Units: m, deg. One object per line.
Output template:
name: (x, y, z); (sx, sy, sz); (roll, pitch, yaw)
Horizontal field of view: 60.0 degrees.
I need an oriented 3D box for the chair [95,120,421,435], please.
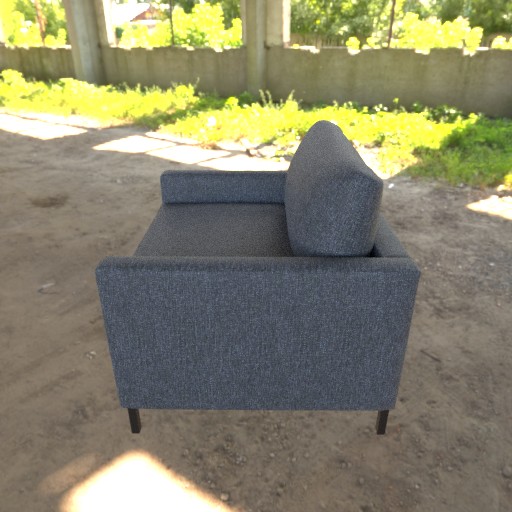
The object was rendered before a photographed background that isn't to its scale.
chair: (0.000, 0.000, 1.633); (0.866, 0.861, 0.963); (0, 27, 0)
